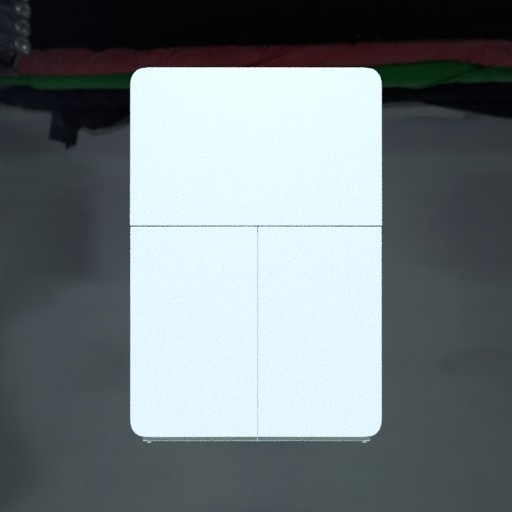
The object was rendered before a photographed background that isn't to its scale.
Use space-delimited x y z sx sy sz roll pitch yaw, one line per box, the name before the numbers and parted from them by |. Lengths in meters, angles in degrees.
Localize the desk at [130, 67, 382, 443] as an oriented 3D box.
desk | 0.000 0.000 1.536 0.795 1.190 0.278 0 0 0
